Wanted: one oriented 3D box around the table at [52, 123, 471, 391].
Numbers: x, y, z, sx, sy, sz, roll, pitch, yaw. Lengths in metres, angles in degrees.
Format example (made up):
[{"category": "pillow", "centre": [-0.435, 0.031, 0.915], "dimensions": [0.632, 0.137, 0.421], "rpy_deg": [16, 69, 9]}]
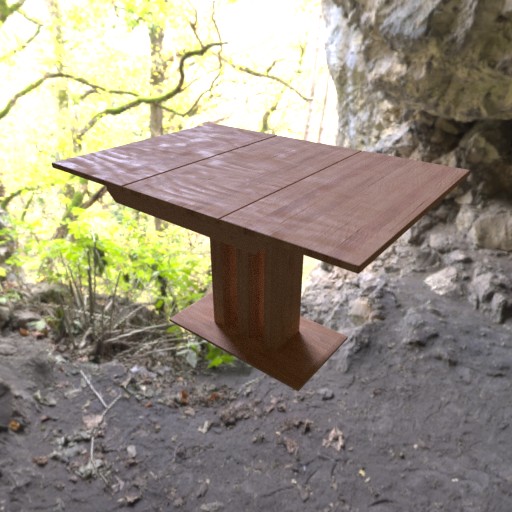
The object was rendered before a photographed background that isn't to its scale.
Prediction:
[{"category": "table", "centre": [0.000, 0.000, 1.852], "dimensions": [1.300, 0.770, 0.900], "rpy_deg": [21, 35, 33]}]
